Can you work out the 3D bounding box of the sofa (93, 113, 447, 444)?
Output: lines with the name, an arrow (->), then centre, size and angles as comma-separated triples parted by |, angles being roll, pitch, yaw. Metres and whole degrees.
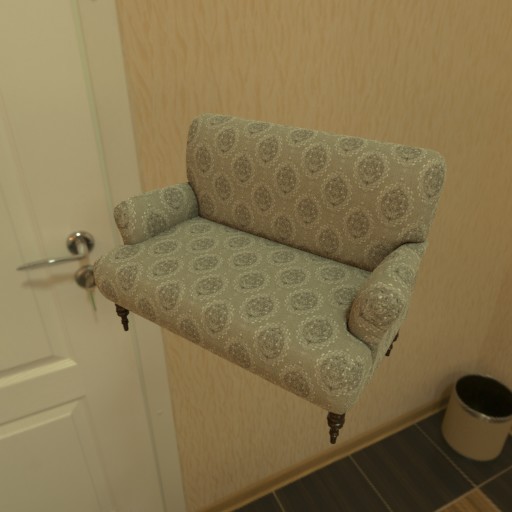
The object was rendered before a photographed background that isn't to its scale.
sofa -> 0.000, 0.000, 1.832 | 1.297, 0.889, 0.779 | 19, 35, 29
